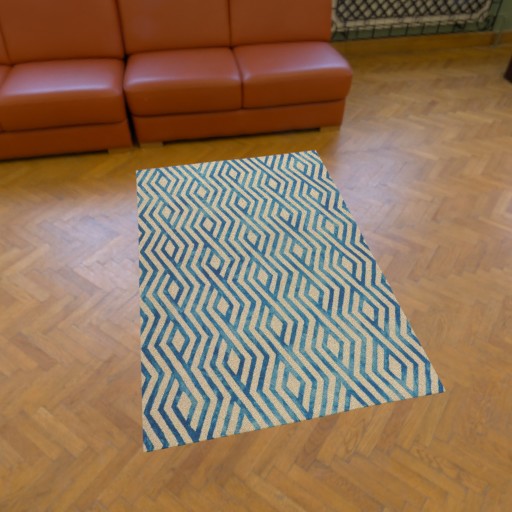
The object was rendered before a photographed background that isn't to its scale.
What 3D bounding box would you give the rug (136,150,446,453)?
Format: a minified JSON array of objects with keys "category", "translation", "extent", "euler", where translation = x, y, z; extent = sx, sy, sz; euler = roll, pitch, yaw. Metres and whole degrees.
[{"category":"rug","translation":[0.000,0.000,2.353],"extent":[1.225,0.008,1.830],"euler":[-8,46,-8]}]
